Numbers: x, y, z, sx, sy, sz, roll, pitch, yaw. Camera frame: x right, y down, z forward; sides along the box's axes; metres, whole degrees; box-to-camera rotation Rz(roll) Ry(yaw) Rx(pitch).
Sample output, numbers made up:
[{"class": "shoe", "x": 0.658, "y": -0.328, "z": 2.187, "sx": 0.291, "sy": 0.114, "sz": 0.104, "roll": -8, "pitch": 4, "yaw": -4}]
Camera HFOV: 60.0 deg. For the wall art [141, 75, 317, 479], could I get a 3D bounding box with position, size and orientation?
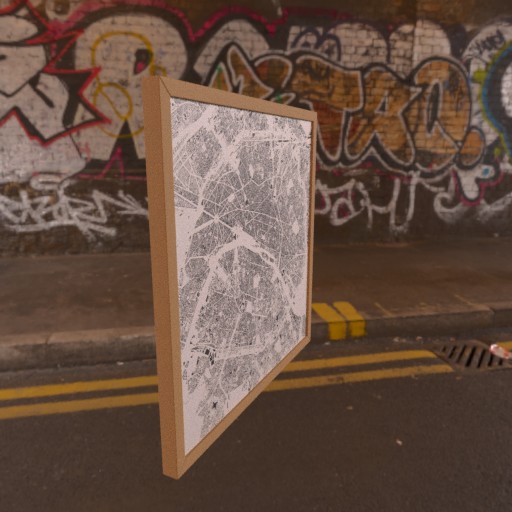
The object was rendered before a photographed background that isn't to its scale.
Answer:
[{"class": "wall art", "x": 0.000, "y": 0.000, "z": 1.140, "sx": 0.037, "sy": 0.761, "sz": 0.761, "roll": 7, "pitch": 15, "yaw": 26}]
